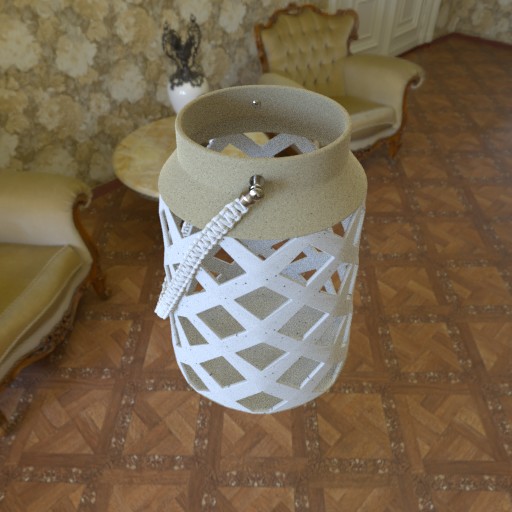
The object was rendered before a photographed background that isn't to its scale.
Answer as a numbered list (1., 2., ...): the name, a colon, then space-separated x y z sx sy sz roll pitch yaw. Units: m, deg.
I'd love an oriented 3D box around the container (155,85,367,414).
1. container: 0.000 0.000 0.349 0.172 0.229 0.163 0 41 0
